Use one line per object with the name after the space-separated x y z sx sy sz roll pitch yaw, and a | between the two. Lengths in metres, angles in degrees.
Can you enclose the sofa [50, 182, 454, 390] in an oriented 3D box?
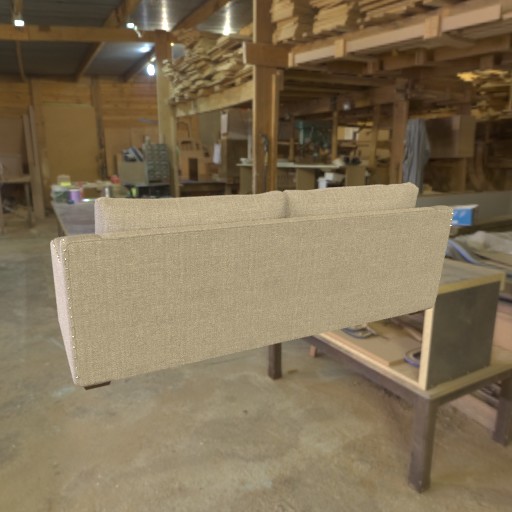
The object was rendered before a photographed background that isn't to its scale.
0.000 0.000 2.686 2.208 0.857 1.000 -7 15 -27 | sofa
